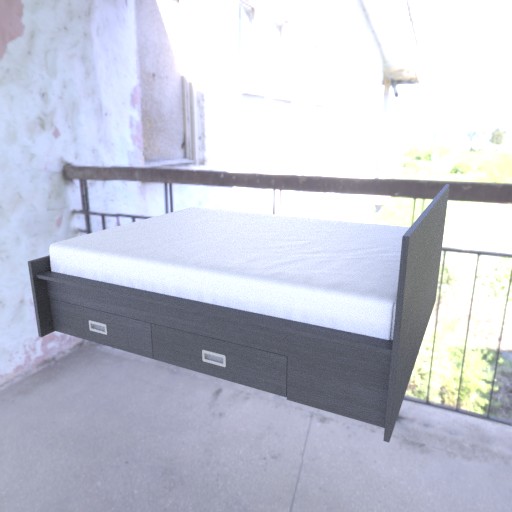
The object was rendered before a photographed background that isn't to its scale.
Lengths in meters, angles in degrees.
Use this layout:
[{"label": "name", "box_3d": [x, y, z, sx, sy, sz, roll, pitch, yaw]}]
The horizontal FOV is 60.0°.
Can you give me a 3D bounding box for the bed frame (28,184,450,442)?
[{"label": "bed frame", "box_3d": [0.000, 0.000, 2.688, 1.960, 0.800, 1.622, 8, 18, 26]}]
